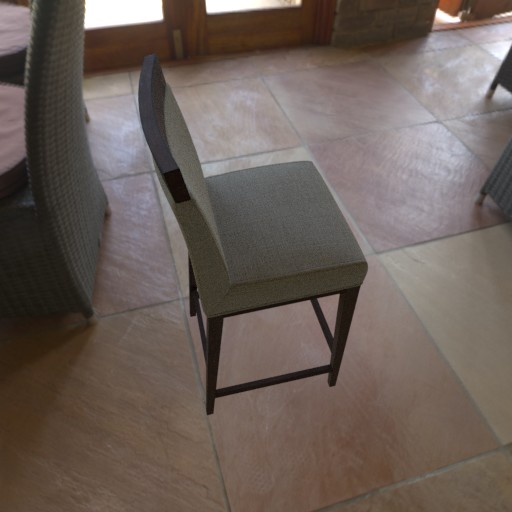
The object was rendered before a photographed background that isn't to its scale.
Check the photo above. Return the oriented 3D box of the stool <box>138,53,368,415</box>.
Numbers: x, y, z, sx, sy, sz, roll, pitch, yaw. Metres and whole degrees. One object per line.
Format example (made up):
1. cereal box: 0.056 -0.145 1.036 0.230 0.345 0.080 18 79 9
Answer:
1. stool: 0.000 0.000 1.421 0.531 1.117 0.511 -10 48 -9
